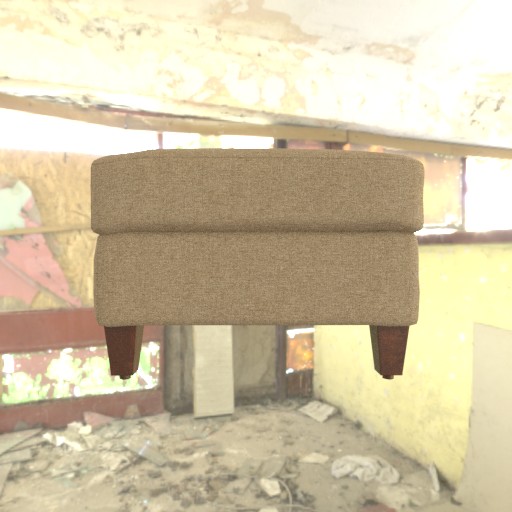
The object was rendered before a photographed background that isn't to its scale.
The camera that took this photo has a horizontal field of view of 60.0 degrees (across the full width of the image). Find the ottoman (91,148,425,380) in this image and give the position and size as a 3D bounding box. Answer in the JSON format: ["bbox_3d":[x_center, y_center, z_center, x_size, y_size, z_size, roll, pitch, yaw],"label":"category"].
[{"bbox_3d":[0.000,0.000,1.306,0.692,0.511,0.889,0,1,0],"label":"ottoman"}]
